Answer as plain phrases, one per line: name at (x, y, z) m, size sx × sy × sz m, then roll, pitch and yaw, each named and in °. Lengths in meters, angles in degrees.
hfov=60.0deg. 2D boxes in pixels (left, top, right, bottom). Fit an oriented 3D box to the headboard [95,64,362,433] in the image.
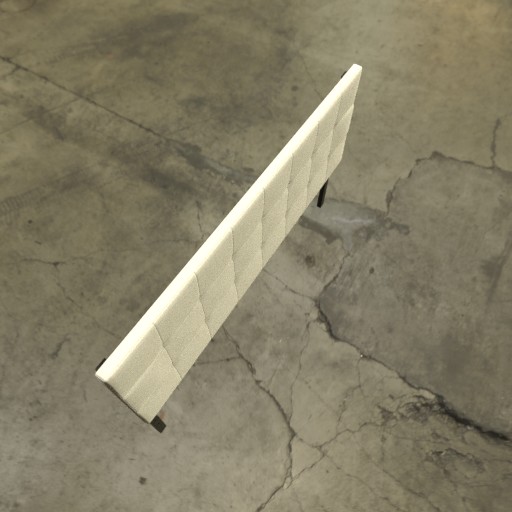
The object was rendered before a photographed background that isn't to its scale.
headboard at (0.000, 0.000, 2.872) m, size 0.120 × 1.410 × 2.362 m, roll 29°, pitch 63°, yaw 16°
